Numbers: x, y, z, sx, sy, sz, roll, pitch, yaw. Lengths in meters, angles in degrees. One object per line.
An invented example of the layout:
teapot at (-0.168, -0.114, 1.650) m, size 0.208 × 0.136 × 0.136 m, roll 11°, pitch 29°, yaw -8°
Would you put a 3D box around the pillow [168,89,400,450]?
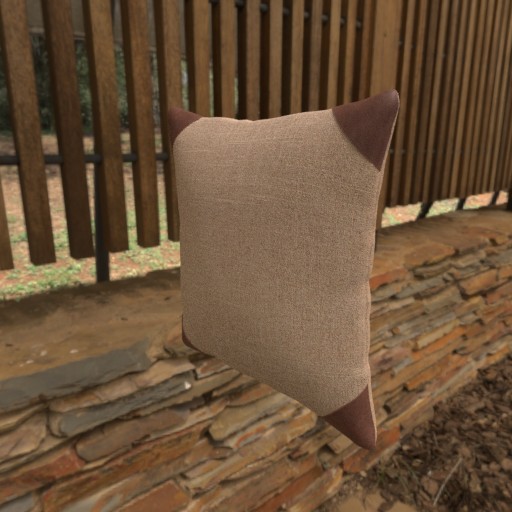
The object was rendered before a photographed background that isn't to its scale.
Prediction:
pillow at (0.000, 0.000, 0.671) m, size 0.437 × 0.448 × 0.147 m, roll 15°, pitch 21°, yaw 43°
